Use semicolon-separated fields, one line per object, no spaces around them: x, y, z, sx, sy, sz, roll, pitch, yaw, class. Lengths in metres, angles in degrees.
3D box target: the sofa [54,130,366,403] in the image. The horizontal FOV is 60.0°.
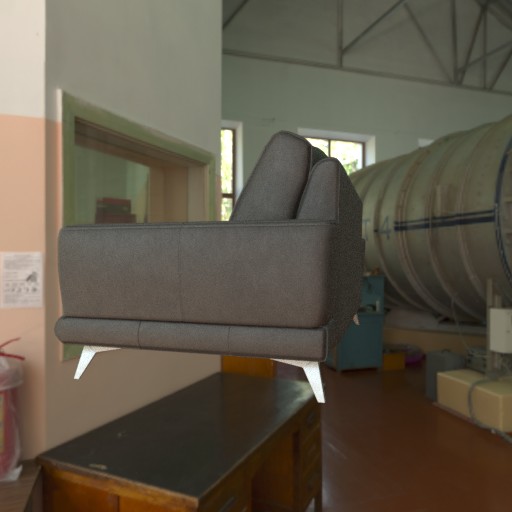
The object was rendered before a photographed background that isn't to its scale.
0.000;0.000;2.290;1.018;0.907;1.806;0;0;17;sofa
